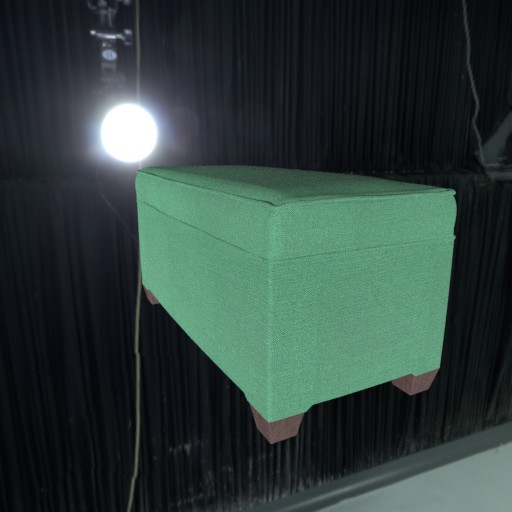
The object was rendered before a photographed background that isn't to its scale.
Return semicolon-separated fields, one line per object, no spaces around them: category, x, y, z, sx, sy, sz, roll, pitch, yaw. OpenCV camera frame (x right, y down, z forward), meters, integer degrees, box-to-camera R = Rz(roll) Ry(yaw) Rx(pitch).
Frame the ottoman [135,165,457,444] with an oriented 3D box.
ottoman;0.000;0.000;1.231;0.483;0.471;0.957;-7;16;-27
